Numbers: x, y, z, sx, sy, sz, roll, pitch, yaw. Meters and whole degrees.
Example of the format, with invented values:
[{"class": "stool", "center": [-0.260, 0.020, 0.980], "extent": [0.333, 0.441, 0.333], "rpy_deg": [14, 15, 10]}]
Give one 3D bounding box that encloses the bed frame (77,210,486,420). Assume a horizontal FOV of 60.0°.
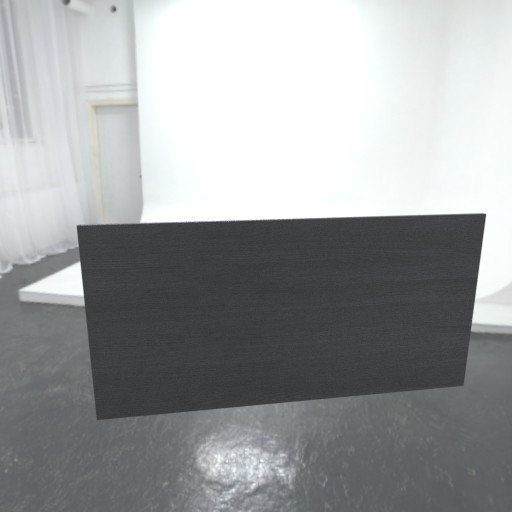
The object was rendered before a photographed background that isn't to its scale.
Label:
[{"class": "bed frame", "center": [0.000, 0.000, 2.752], "extent": [1.622, 0.800, 1.960], "rpy_deg": [-2, 15, -9]}]
